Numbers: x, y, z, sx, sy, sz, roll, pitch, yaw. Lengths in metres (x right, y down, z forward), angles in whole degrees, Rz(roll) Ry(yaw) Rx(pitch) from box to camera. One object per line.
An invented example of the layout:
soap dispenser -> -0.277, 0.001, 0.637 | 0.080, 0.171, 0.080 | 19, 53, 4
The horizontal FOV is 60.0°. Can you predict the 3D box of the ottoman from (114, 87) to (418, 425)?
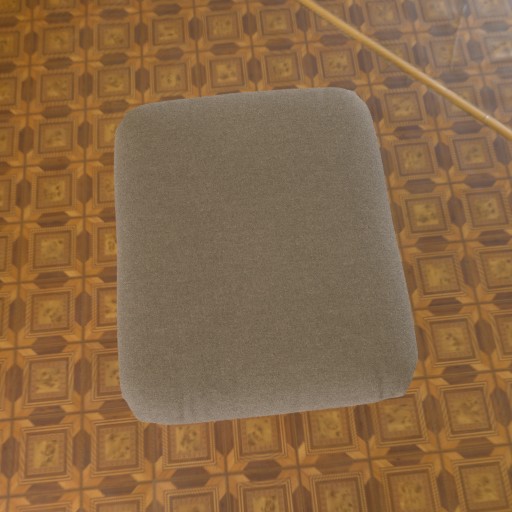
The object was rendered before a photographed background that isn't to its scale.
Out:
ottoman -> 0.000, 0.000, 1.118 | 0.622, 0.450, 0.747 | -6, 74, -2
